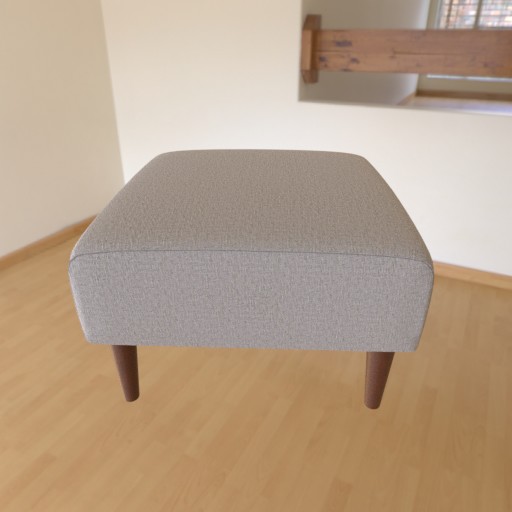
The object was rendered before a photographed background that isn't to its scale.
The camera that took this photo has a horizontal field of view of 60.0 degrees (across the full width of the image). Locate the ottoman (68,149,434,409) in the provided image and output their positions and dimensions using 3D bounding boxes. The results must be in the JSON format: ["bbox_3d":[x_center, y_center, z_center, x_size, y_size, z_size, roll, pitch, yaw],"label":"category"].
[{"bbox_3d":[0.000,0.000,1.086,0.648,0.399,0.655,1,27,2],"label":"ottoman"}]
